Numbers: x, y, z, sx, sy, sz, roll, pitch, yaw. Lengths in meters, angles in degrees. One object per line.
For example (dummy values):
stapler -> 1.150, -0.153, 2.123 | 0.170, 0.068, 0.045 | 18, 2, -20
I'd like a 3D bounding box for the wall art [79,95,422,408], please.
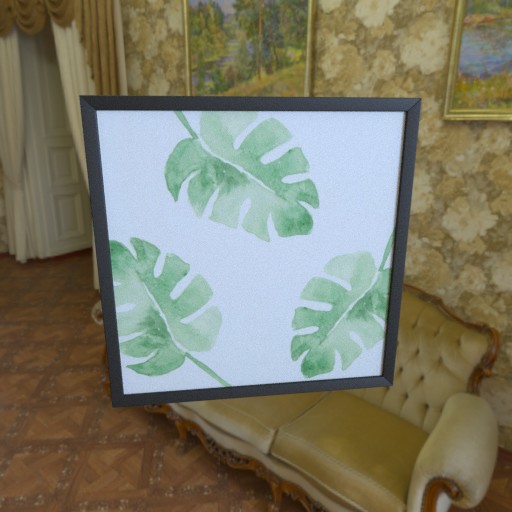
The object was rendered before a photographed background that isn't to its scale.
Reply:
wall art -> 0.000, 0.000, 0.451 | 0.304, 0.304, 0.038 | -2, 17, -7
